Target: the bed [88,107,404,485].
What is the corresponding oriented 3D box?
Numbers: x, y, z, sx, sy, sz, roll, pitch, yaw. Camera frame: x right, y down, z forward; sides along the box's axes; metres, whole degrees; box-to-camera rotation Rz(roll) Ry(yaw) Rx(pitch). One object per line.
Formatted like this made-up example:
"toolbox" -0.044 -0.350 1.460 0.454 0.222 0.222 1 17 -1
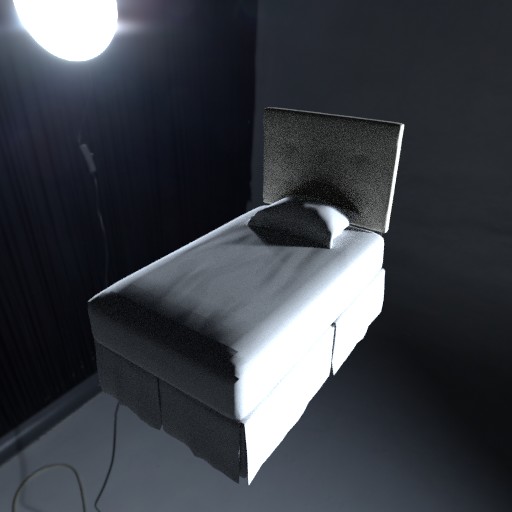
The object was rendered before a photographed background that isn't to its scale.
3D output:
"bed" 0.000 0.000 3.006 1.261 1.571 1.997 18 33 31
